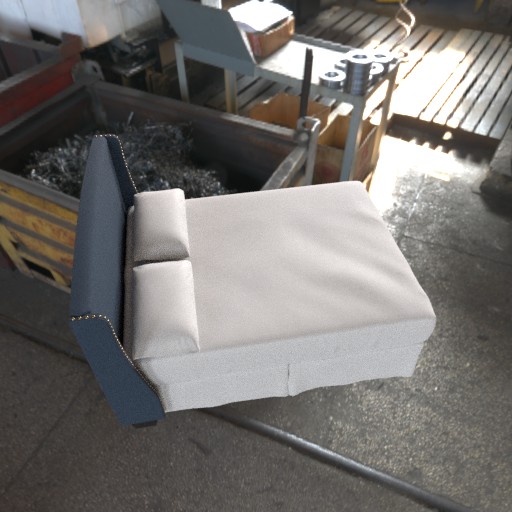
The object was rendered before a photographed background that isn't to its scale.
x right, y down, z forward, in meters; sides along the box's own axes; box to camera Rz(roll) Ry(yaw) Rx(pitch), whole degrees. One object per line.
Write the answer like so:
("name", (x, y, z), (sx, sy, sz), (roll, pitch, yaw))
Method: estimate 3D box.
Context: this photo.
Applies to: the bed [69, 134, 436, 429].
("bed", (0.000, 0.000, 3.312), (2.237, 1.407, 1.710), (-7, 47, -7))
